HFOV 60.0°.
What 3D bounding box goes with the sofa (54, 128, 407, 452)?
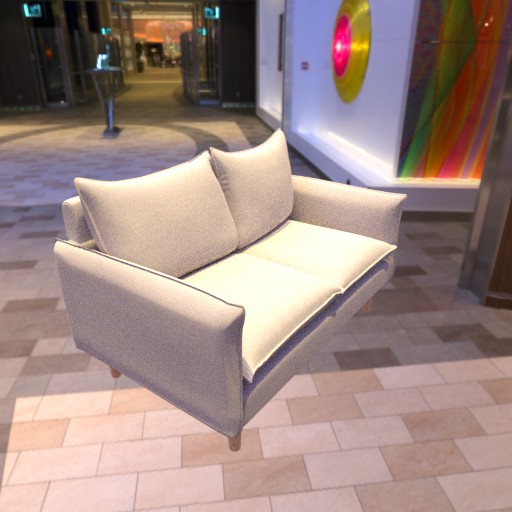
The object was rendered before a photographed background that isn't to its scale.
[{"bbox_3d":[0.000,0.000,1.845,0.820,0.840,1.300,17,29,32],"label":"sofa"}]
